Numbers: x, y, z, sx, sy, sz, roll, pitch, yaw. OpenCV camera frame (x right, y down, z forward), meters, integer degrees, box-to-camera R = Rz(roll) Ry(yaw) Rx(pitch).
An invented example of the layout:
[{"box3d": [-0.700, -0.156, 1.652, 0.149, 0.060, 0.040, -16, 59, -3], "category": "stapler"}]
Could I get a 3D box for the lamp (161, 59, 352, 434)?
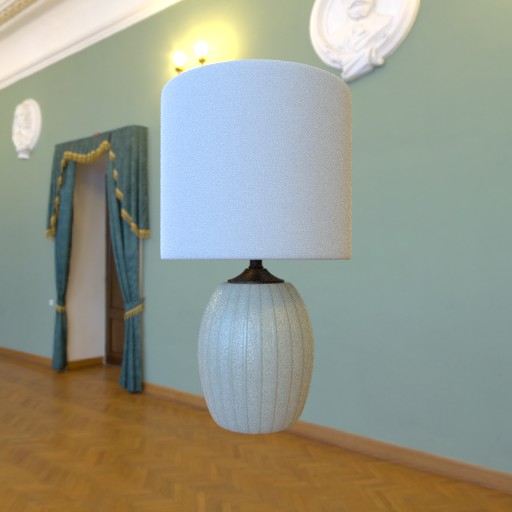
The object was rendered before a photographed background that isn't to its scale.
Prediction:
[{"box3d": [0.000, 0.000, 0.780, 0.329, 0.570, 0.329, 0, -1, 35], "category": "lamp"}]
